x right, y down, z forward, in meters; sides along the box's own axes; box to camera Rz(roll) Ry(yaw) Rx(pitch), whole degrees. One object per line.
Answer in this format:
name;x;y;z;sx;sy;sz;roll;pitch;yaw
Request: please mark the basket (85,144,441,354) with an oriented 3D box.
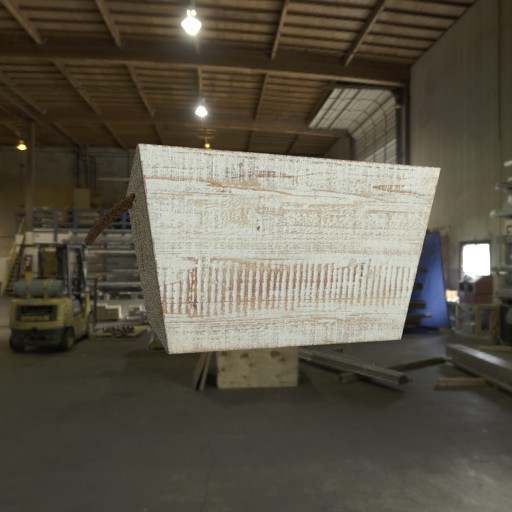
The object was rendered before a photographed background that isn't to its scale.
basket;0.000;0.000;0.755;0.545;0.247;0.413;0;-1;-18
